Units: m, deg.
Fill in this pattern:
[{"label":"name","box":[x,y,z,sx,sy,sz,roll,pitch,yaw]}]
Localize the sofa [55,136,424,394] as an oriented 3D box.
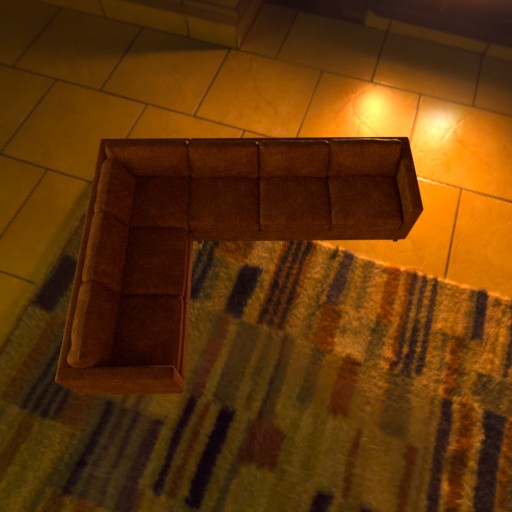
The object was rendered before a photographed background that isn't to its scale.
[{"label":"sofa","box":[0.000,0.000,4.227,3.150,0.838,2.438,-1,64,0]}]
